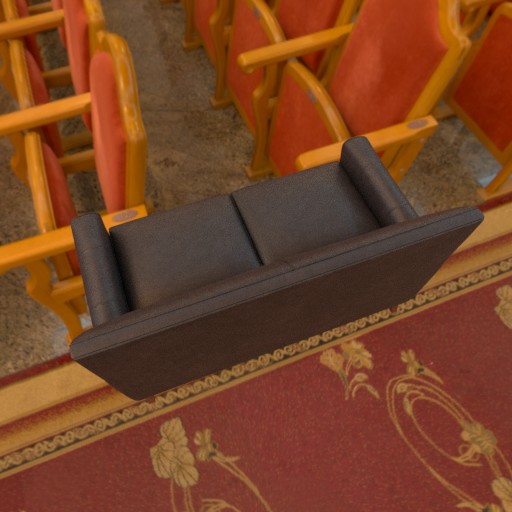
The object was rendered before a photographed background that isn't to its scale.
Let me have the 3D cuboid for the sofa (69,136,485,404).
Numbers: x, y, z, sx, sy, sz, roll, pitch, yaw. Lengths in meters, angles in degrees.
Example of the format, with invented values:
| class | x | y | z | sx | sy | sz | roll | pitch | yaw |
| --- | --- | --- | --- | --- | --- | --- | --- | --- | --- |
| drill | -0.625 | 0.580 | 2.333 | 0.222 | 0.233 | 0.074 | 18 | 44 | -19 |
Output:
| class | x | y | z | sx | sy | sz | roll | pitch | yaw |
| --- | --- | --- | --- | --- | --- | --- | --- | --- | --- |
| sofa | 0.000 | 0.000 | 2.009 | 1.473 | 0.871 | 0.787 | -18 | 60 | -11 |
